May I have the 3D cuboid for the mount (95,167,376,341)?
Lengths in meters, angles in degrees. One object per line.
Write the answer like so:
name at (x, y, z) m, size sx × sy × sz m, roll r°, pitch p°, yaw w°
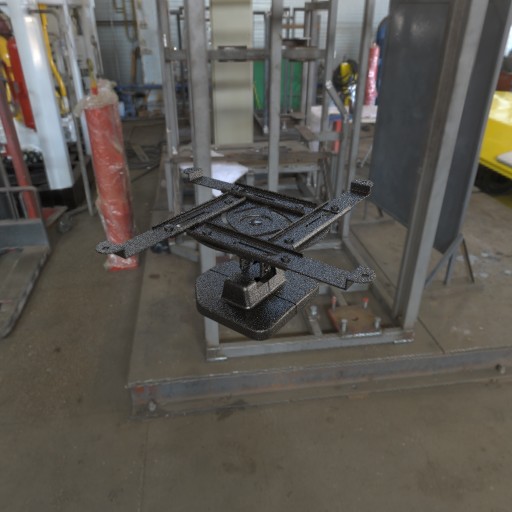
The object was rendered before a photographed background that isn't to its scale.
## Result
mount at (0.000, 0.000, 0.622) m, size 0.394 × 0.141 × 0.394 m, roll 20°, pitch 35°, yaw 31°
